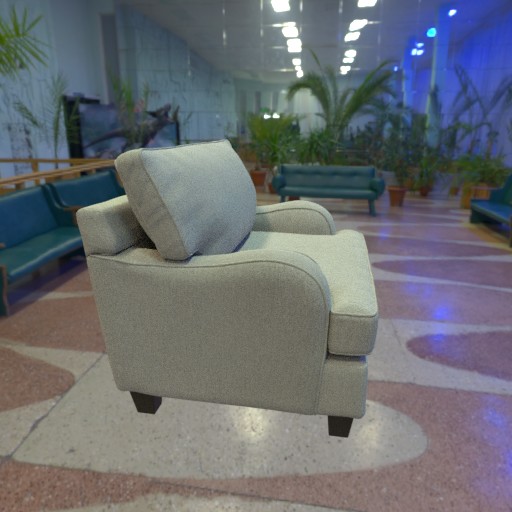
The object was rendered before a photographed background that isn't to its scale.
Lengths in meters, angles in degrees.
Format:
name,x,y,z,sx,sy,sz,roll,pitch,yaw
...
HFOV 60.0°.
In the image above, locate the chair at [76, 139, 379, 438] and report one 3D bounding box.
name,x,y,z,sx,sy,sz,roll,pitch,yaw
chair,0.000,0.000,2.054,1.041,1.016,1.220,3,17,10
